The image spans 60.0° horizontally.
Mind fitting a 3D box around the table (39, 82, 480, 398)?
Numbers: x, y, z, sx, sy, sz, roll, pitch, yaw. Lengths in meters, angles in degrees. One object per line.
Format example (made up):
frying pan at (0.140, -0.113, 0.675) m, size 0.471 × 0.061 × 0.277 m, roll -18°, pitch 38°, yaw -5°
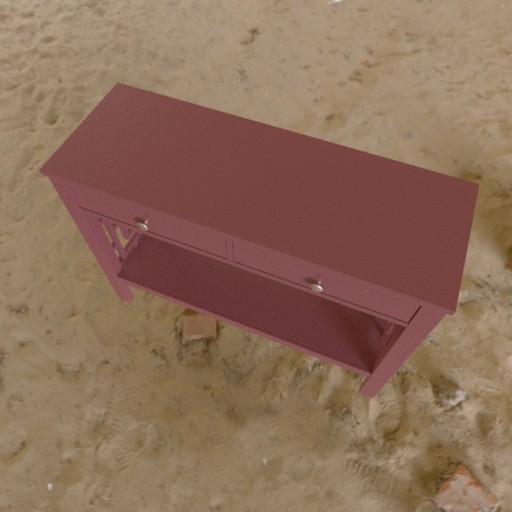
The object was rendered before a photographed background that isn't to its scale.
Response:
table at (0.000, 0.000, 1.456) m, size 1.068 × 0.753 × 0.397 m, roll 19°, pitch 60°, yaw 12°
